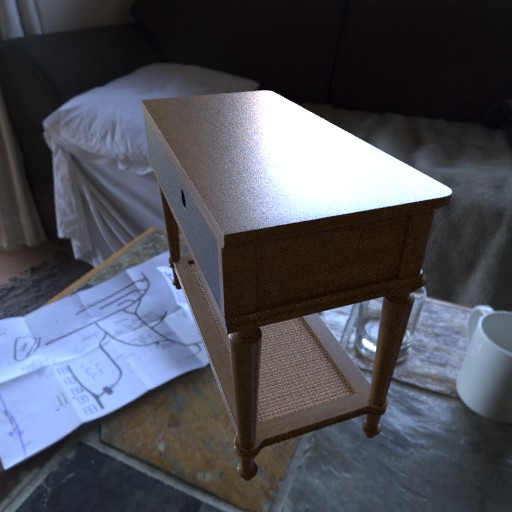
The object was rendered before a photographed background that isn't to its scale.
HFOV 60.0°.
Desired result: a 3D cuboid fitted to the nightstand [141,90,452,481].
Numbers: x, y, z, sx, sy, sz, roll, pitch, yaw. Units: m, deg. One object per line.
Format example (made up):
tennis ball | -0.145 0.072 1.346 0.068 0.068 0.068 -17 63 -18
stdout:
nightstand | 0.000 0.000 1.263 0.432 0.700 0.914 -11 34 -17
